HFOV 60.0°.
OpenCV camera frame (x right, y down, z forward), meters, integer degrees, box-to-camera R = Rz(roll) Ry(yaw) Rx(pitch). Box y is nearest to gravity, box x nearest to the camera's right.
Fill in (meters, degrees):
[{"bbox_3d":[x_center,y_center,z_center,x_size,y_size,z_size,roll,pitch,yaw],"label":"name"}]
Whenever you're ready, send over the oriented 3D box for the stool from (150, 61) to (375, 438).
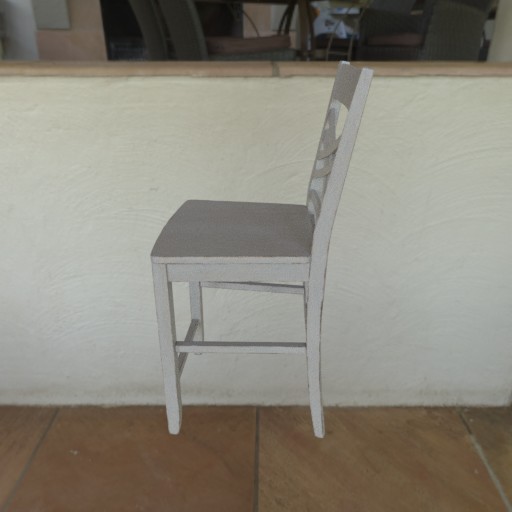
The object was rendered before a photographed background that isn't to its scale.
[{"bbox_3d":[0.000,0.000,1.350,0.539,1.079,0.462,2,25,4],"label":"stool"}]
